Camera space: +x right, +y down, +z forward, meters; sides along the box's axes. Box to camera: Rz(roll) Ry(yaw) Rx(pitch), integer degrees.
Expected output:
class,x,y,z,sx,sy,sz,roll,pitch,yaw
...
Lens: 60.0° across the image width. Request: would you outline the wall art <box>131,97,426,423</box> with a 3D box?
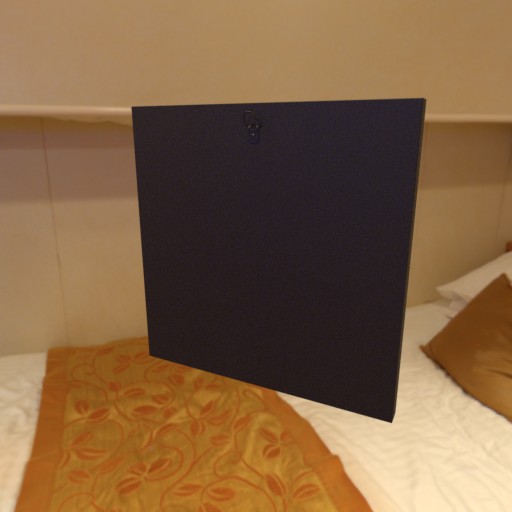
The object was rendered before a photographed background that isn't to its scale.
class,x,y,z,sx,sy,sz,roll,pitch,yaw
wall art,0.000,0.000,0.534,0.349,0.349,0.038,8,18,26
